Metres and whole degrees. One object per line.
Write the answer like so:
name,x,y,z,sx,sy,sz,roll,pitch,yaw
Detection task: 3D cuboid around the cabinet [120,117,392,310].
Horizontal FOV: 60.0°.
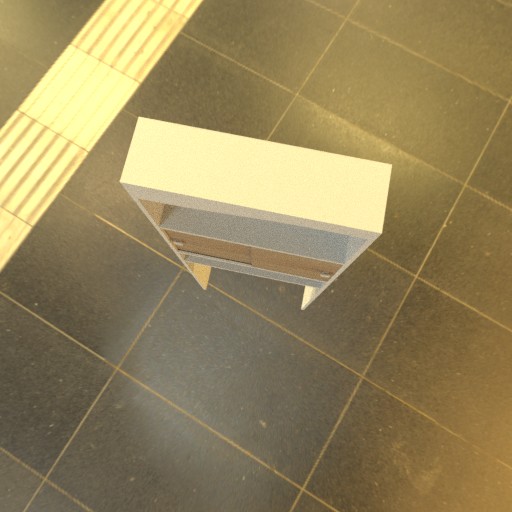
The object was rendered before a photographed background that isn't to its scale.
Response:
cabinet,0.000,0.000,1.943,0.643,1.770,0.192,11,77,3
